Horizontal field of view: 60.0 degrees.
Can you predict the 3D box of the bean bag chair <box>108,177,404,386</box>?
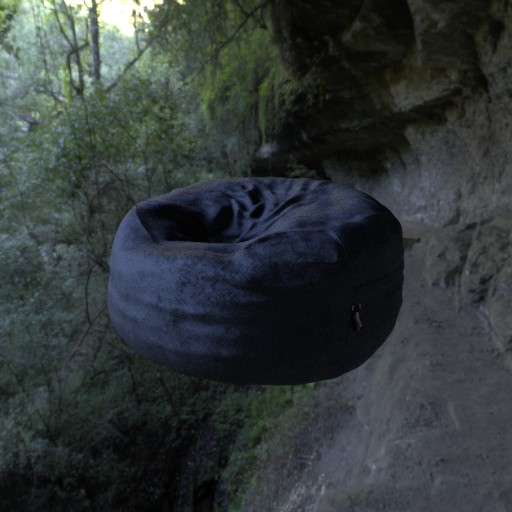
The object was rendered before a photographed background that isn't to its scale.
[{"bbox_3d":[0.000,0.000,2.375,1.525,0.751,1.525,0,16,0],"label":"bean bag chair"}]
